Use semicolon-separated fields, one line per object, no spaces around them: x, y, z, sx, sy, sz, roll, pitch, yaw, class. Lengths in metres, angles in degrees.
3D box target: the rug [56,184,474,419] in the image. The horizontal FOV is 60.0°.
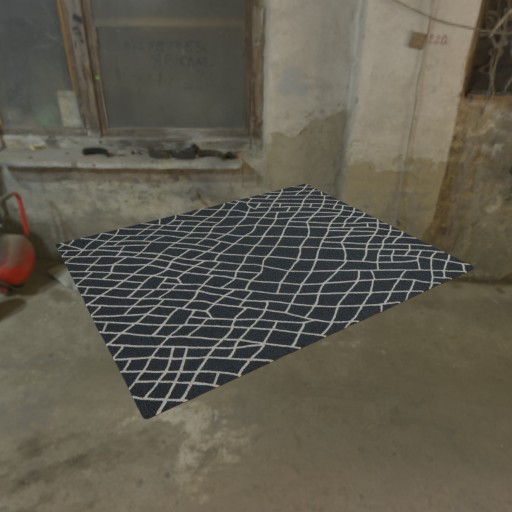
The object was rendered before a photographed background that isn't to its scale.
0.000;0.000;4.091;3.047;0.022;2.439;-18;35;-28;rug
